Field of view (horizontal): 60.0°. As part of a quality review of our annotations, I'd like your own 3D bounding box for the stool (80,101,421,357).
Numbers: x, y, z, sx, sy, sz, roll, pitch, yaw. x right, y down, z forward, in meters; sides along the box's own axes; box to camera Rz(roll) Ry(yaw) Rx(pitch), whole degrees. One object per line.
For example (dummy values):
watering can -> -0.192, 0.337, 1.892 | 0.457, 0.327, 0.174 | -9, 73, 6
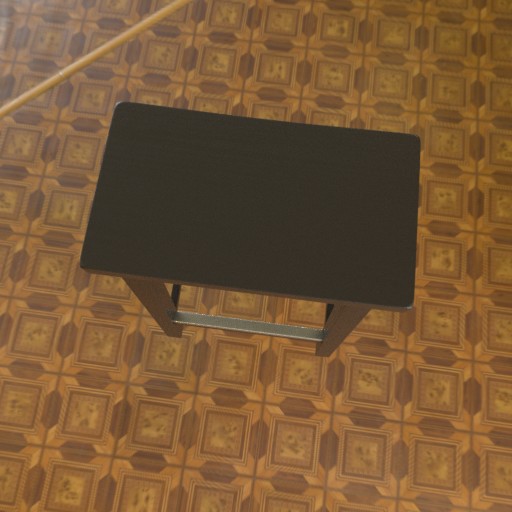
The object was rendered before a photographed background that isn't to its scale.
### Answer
stool -> 0.000, 0.000, 0.851 | 0.406, 0.610, 0.322 | 7, 76, 2
